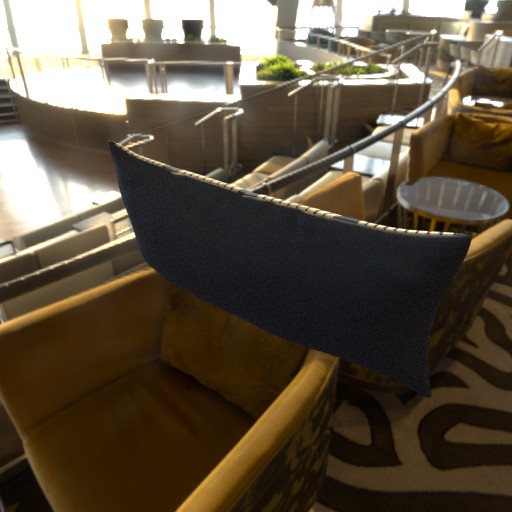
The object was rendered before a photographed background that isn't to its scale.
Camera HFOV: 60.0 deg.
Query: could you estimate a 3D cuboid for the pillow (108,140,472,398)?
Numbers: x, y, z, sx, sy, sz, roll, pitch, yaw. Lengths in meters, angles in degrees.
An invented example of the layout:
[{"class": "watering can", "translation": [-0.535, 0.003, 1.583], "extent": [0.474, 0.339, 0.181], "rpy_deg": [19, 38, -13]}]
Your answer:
[{"class": "pillow", "translation": [0.000, 0.000, 0.714], "extent": [0.608, 0.292, 0.156], "rpy_deg": [21, 37, 31]}]
